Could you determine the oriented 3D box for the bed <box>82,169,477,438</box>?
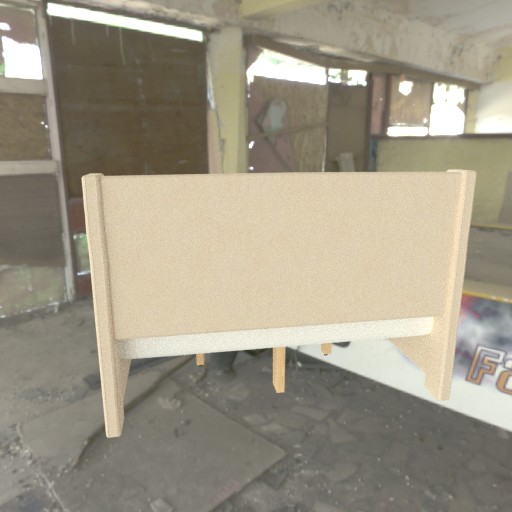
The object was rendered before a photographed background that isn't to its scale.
[{"bbox_3d":[0.000,0.000,3.599,2.145,1.471,2.293,-3,14,-10],"label":"bed"}]
